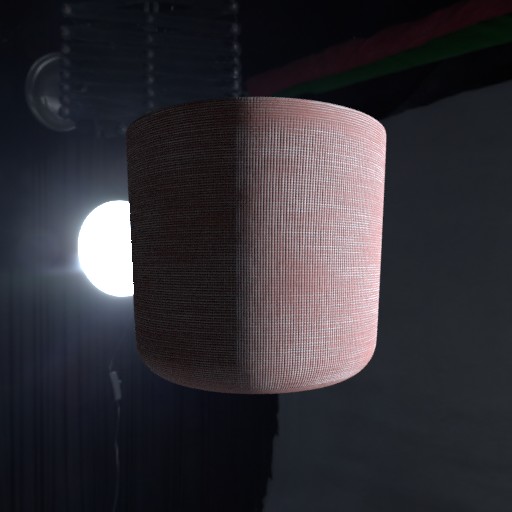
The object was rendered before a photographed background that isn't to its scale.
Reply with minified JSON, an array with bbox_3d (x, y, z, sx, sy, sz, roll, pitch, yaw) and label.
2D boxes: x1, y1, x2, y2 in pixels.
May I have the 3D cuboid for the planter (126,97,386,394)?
[{"bbox_3d":[0.000,0.000,0.778,0.440,0.398,0.440,0,-1,0],"label":"planter"}]
